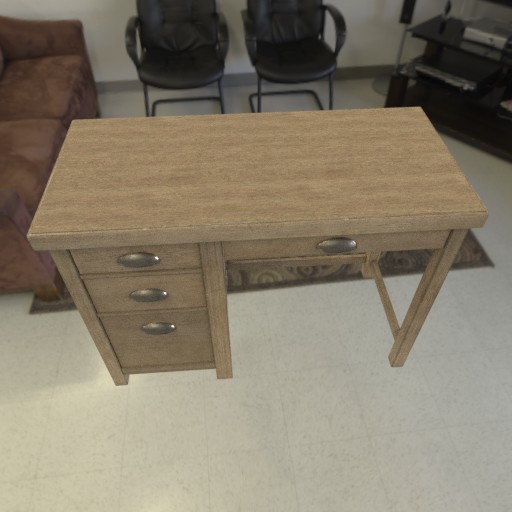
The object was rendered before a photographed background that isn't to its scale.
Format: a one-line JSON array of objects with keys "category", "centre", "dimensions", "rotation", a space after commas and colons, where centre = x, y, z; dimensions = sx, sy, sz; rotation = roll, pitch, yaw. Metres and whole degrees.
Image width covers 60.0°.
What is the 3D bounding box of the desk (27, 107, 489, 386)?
[{"category": "desk", "centre": [0.000, 0.000, 1.766], "dimensions": [1.289, 0.912, 0.610], "rotation": [-3, 47, -3]}]
